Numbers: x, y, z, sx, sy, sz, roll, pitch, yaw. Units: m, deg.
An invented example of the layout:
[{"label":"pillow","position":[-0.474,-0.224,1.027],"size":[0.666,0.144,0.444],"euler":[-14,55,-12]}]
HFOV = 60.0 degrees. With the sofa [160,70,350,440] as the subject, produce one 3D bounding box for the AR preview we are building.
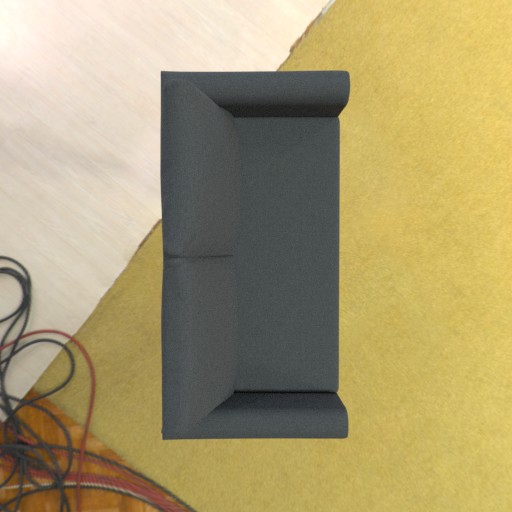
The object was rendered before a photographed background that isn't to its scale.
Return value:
[{"label":"sofa","position":[0.000,0.000,1.918],"size":[0.741,0.872,1.460],"euler":[0,91,1]}]
